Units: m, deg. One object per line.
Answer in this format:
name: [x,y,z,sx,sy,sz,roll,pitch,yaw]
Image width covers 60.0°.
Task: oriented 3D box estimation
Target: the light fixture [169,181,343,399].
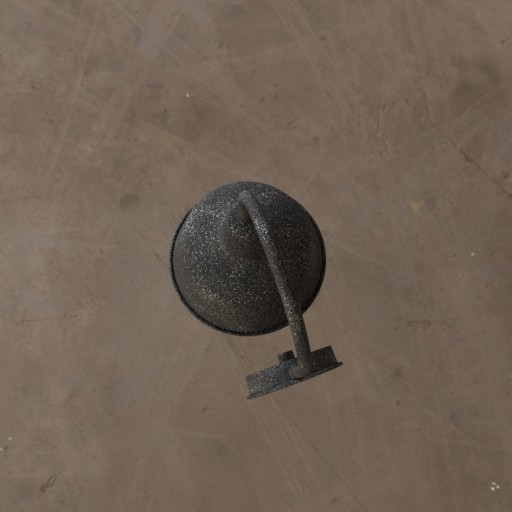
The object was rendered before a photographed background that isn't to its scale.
light fixture: [0.000,0.000,0.484,0.216,0.300,0.283,-19,76,-5]
